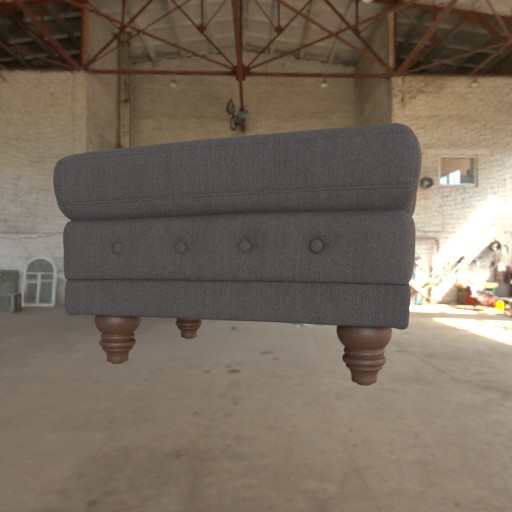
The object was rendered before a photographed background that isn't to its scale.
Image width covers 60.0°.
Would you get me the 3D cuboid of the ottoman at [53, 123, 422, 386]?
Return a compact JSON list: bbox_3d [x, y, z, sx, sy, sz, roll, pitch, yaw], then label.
[{"bbox_3d":[0.000,0.000,1.114,0.771,0.500,0.569,0,-1,19],"label":"ottoman"}]
